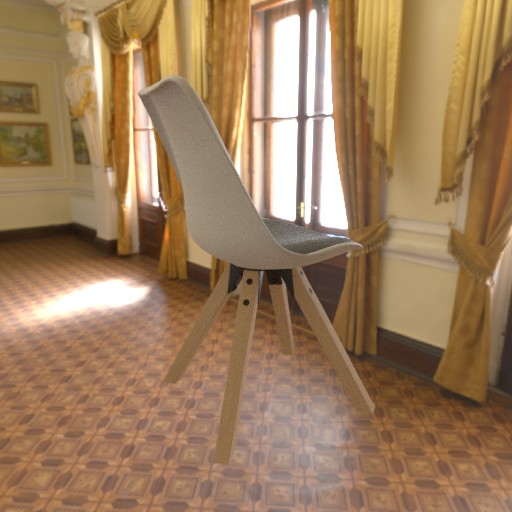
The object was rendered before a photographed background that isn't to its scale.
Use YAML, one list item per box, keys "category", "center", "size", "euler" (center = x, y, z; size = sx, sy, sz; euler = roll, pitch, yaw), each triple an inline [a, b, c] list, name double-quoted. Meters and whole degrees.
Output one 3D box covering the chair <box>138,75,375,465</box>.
- category: "chair"
  center: [0.000, 0.000, 1.198]
  size: [0.550, 0.850, 0.485]
  euler: [-7, 15, -27]
